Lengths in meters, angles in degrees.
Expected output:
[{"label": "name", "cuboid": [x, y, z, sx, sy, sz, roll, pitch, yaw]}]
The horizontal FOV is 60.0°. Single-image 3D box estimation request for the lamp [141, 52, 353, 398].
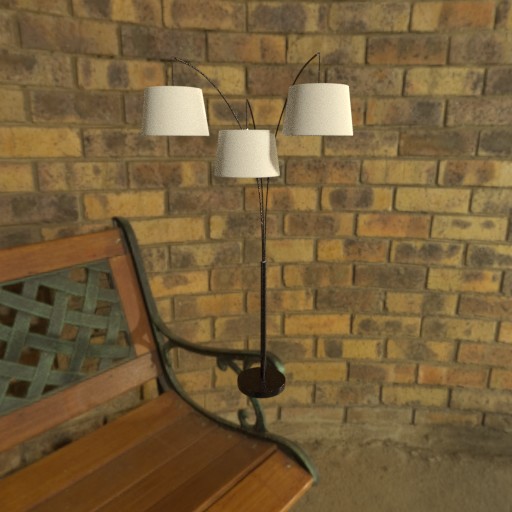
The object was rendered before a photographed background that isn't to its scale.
[{"label": "lamp", "cuboid": [0.000, 0.000, 2.441, 0.951, 1.950, 0.924, 2, 15, 9]}]
